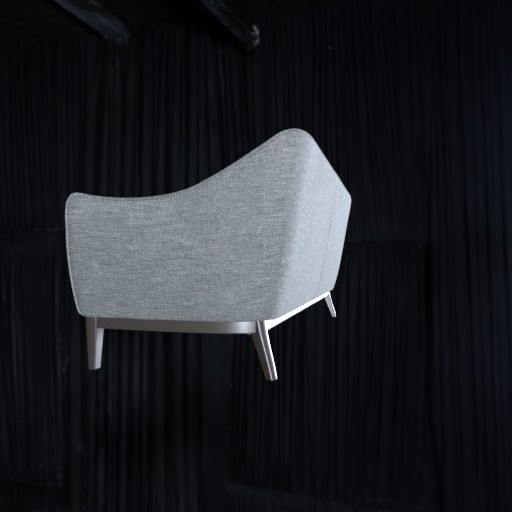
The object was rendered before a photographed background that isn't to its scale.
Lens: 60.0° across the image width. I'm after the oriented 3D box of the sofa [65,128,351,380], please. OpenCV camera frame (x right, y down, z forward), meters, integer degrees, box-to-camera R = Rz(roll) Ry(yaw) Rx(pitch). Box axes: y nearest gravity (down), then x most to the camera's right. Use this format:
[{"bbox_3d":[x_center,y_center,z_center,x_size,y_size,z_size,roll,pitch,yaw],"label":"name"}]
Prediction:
[{"bbox_3d":[0.000,0.000,2.345,0.867,0.829,1.928,0,0,17],"label":"sofa"}]
